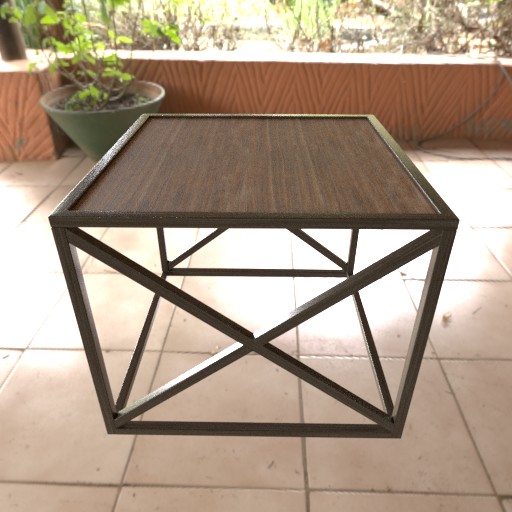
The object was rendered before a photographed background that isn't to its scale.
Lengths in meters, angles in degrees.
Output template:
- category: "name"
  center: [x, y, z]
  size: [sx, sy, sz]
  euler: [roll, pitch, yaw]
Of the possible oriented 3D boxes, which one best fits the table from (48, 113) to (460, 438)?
- category: "table"
  center: [0.000, 0.000, 1.047]
  size: [0.611, 0.507, 0.609]
  euler: [1, 32, 1]
